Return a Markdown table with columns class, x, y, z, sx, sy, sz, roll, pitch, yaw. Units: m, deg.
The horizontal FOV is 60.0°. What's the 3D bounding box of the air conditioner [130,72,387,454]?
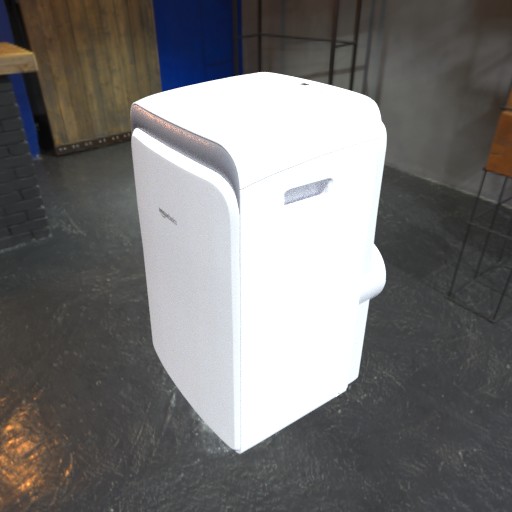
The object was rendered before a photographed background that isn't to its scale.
| class | x | y | z | sx | sy | sz | roll | pitch | yaw |
| --- | --- | --- | --- | --- | --- | --- | --- | --- | --- |
| air conditioner | 0.000 | 0.000 | 1.077 | 0.467 | 0.765 | 0.478 | -21 | 38 | -30 |
